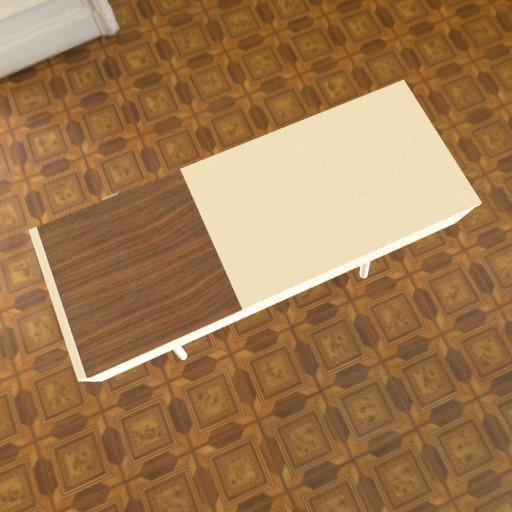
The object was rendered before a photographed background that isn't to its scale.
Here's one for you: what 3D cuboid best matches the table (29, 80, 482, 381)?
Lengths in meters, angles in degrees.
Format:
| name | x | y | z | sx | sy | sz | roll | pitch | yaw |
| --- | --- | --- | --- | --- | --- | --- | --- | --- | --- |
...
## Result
| name | x | y | z | sx | sy | sz | roll | pitch | yaw |
| --- | --- | --- | --- | --- | --- | --- | --- | --- | --- |
| table | 0.000 | 0.000 | 1.490 | 1.066 | 0.785 | 0.418 | -23 | 75 | -6 |
